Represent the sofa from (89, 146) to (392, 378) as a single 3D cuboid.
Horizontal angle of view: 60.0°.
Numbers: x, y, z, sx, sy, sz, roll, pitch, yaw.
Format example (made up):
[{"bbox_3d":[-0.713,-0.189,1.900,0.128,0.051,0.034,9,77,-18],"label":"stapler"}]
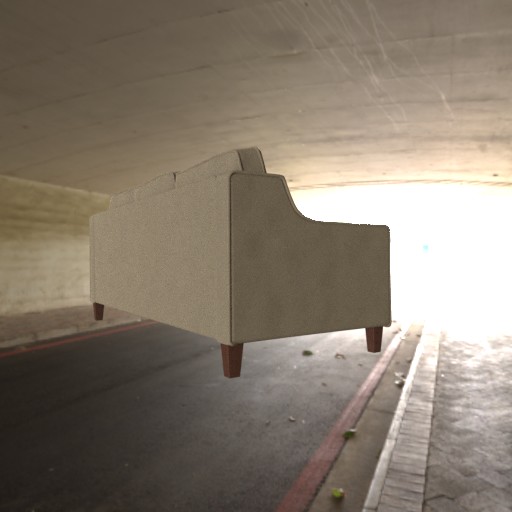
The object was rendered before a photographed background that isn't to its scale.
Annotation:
[{"bbox_3d":[0.000,0.000,3.315,1.858,1.066,2.317,0,0,-34],"label":"sofa"}]
